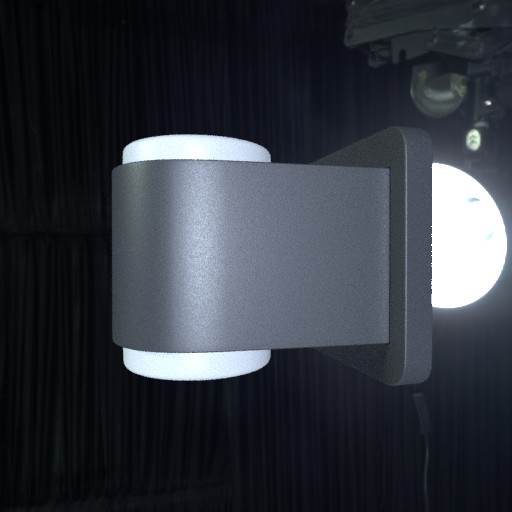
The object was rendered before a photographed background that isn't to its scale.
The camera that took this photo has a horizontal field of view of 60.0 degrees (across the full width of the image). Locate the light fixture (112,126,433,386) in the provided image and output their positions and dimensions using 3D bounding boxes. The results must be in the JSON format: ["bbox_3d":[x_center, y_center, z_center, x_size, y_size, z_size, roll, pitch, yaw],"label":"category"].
[{"bbox_3d":[0.000,0.000,0.213,0.132,0.109,0.109,0,1,-17],"label":"light fixture"}]
